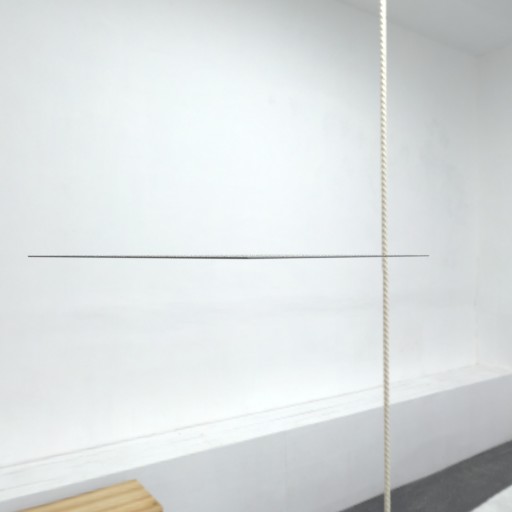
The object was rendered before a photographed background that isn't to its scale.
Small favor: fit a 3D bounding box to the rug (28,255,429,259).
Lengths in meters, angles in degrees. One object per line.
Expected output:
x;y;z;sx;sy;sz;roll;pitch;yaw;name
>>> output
0.000;0.000;4.381;2.393;0.013;3.307;0;0;37;rug
